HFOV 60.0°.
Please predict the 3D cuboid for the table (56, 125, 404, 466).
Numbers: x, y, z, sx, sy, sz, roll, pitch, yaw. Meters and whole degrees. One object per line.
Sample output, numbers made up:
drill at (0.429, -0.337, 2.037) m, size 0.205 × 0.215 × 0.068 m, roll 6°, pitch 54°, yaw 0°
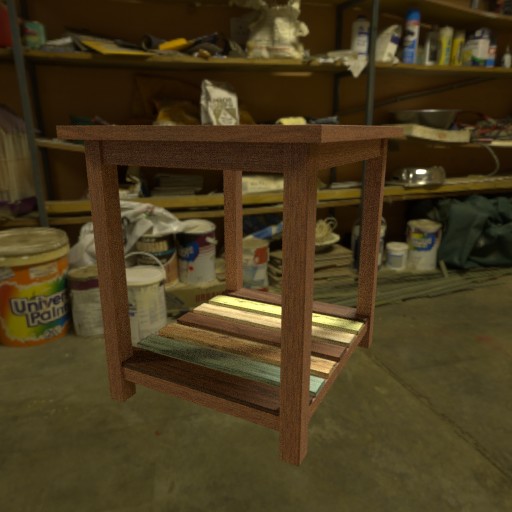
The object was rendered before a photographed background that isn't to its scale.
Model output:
table at (0.000, 0.000, 1.132) m, size 0.559 × 0.635 × 0.660 m, roll 8°, pitch 18°, yaw 26°
